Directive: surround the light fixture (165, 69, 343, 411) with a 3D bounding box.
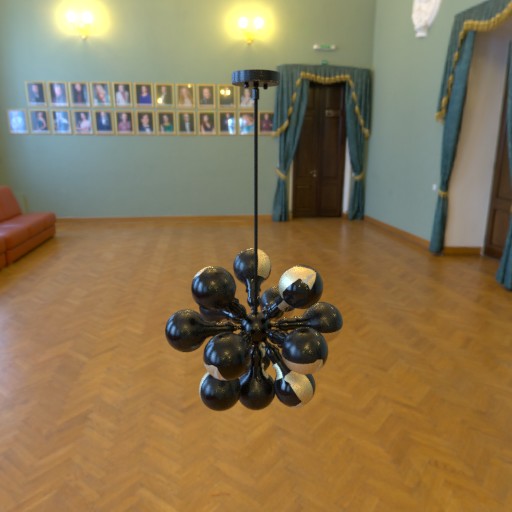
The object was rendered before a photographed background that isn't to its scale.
[{"bbox_3d":[0.000,0.000,1.115,0.468,0.859,0.420,-2,14,-8],"label":"light fixture"}]
